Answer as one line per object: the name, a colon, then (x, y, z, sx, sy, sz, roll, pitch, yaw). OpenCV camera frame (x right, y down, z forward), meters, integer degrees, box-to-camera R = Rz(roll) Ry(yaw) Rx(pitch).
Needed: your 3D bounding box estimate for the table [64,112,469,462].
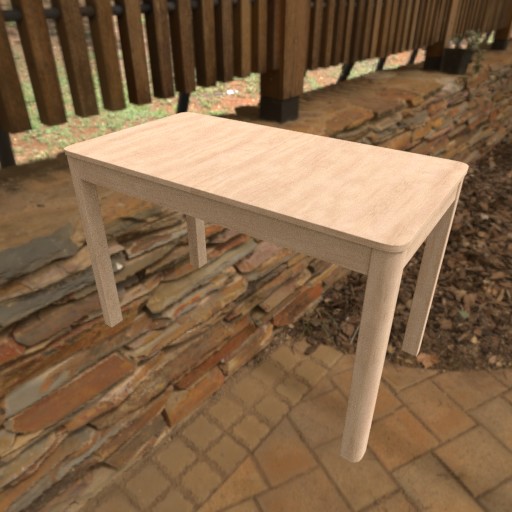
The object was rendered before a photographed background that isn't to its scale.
table: (0.000, 0.000, 1.932, 1.400, 0.900, 0.750, 20, 37, 29)
